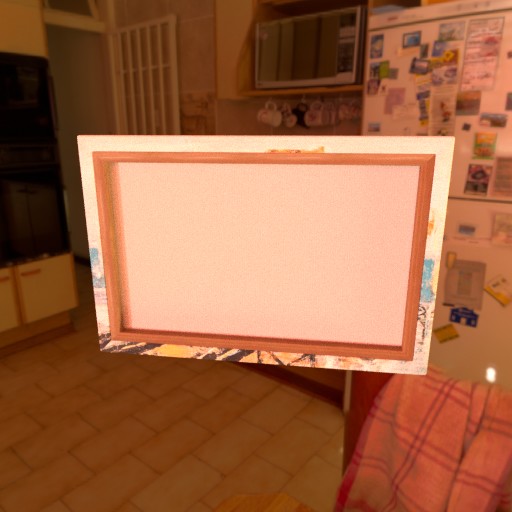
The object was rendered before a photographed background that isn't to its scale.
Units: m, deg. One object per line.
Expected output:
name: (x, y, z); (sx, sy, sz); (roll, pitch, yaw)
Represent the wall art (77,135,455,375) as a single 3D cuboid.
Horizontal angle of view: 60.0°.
wall art: (0.000, 0.000, 1.163); (0.913, 0.609, 0.038); (2, 16, 8)
